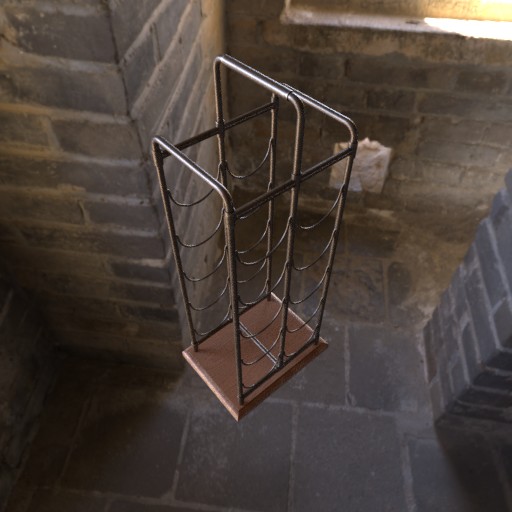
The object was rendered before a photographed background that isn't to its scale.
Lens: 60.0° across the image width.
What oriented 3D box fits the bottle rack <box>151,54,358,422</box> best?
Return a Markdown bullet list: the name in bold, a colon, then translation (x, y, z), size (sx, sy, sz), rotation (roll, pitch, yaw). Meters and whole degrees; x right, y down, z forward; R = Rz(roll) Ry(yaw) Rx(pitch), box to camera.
- **bottle rack**: translation (0.000, 0.000, 0.799), size (0.276, 0.680, 0.208), rotation (-32, 56, -26)
